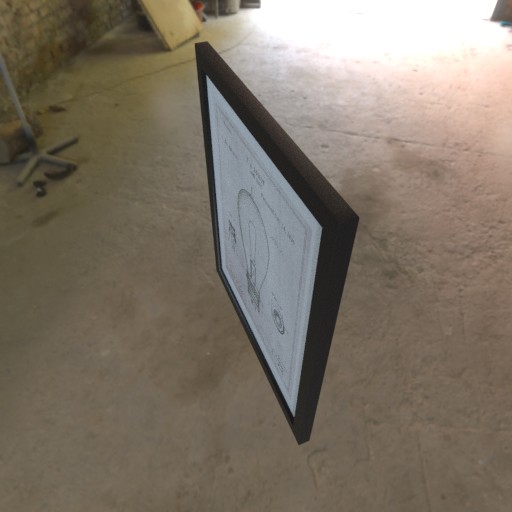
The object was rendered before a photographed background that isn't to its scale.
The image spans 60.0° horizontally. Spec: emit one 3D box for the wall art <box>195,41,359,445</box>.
[{"bbox_3d":[0.000,0.000,0.709,0.021,0.509,0.430,-17,49,-15],"label":"wall art"}]
